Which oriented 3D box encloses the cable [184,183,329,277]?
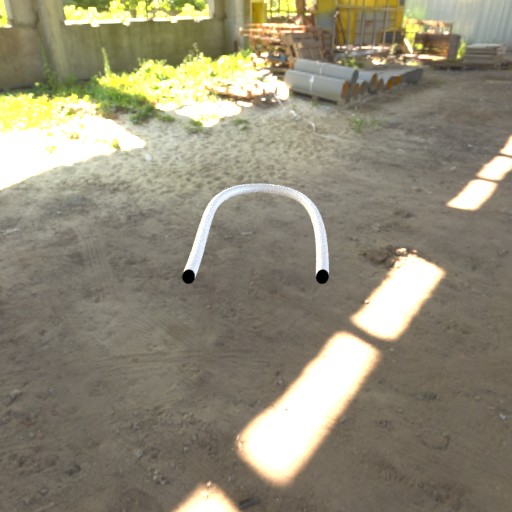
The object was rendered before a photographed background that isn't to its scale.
[{"bbox_3d":[0.000,0.000,0.108,0.040,0.006,0.098,2,29,3],"label":"cable"}]
